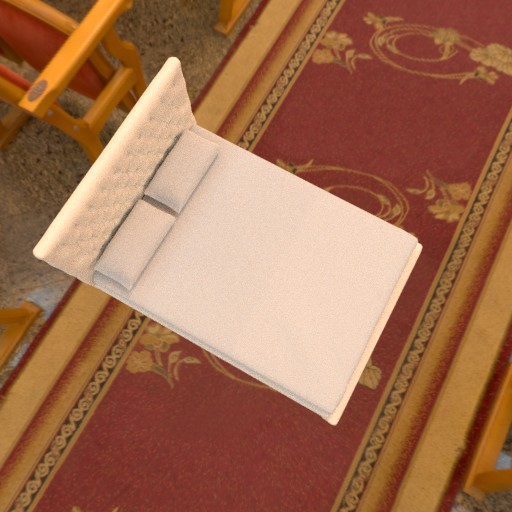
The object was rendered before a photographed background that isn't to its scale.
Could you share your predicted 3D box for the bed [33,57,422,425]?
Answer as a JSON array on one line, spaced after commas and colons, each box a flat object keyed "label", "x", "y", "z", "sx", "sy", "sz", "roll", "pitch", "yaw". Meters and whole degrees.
[{"label": "bed", "x": 0.000, "y": 0.000, "z": 3.528, "sx": 2.387, "sy": 1.427, "sz": 1.698, "roll": 29, "pitch": 78, "yaw": 7}]
